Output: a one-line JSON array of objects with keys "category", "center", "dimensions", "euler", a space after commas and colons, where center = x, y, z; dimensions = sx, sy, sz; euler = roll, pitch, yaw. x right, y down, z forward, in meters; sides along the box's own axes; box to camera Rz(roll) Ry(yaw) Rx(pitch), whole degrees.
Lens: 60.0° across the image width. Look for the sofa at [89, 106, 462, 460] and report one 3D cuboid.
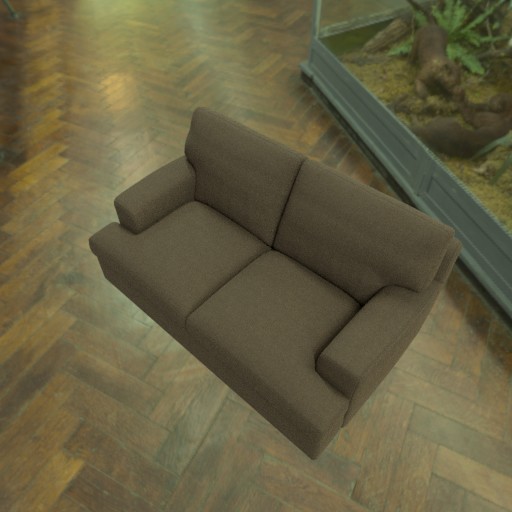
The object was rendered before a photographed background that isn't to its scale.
[{"category": "sofa", "center": [0.000, 0.000, 2.560], "dimensions": [1.869, 0.950, 1.140], "euler": [34, 55, 27]}]
